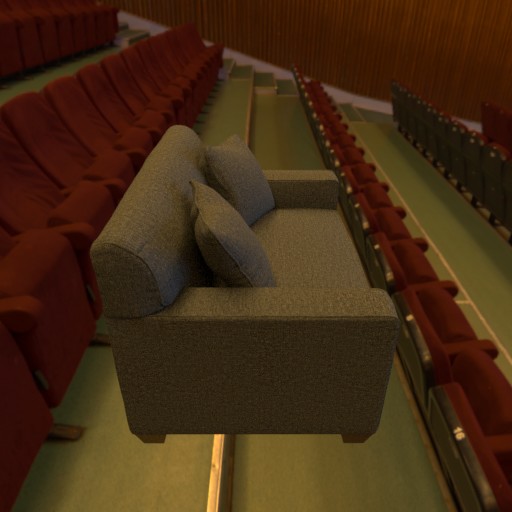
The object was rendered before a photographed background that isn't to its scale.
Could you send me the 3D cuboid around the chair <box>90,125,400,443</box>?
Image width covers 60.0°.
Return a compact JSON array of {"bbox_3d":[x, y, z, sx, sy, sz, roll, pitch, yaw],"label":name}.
[{"bbox_3d":[0.000,0.000,2.078,1.000,0.948,1.383,0,31,0],"label":"chair"}]
